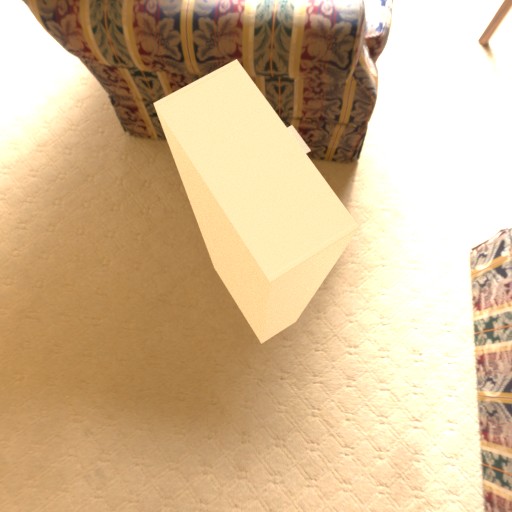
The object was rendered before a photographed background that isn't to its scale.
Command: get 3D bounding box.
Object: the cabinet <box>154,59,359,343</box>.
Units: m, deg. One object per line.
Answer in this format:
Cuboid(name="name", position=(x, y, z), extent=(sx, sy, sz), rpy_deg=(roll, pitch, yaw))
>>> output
Cuboid(name="cabinet", position=(0.000, 0.000, 1.807), extent=(0.255, 1.630, 0.520), rpy_deg=(-31, 77, -8))
